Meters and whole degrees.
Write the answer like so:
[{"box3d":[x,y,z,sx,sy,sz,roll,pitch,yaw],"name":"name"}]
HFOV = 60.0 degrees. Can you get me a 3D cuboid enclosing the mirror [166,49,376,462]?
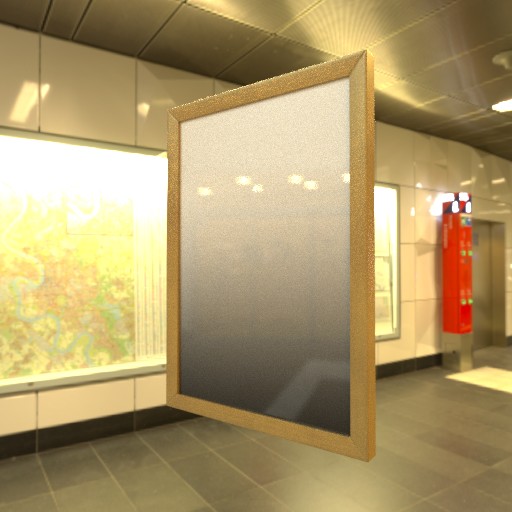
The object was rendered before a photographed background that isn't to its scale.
[{"box3d":[0.000,0.000,0.929,0.507,0.710,0.040,-1,-1,37],"name":"mirror"}]
